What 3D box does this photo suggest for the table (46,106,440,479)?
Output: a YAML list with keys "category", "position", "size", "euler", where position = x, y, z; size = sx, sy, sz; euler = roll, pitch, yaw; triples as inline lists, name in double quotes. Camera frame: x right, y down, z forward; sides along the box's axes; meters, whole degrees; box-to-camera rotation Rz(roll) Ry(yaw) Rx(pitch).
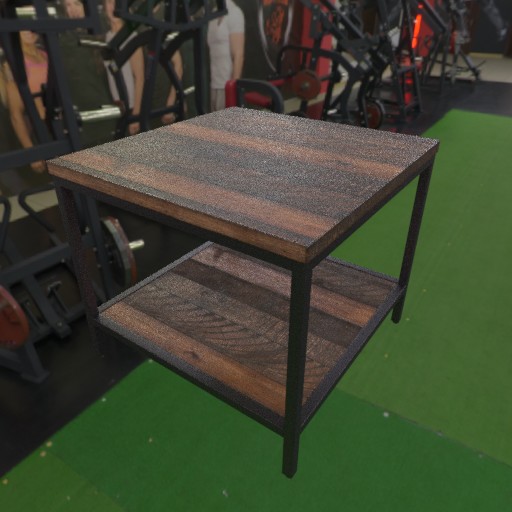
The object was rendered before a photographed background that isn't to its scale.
- category: "table"
  position: [0.000, 0.000, 0.987]
  size: [0.548, 0.482, 0.553]
  euler: [20, 36, 30]
